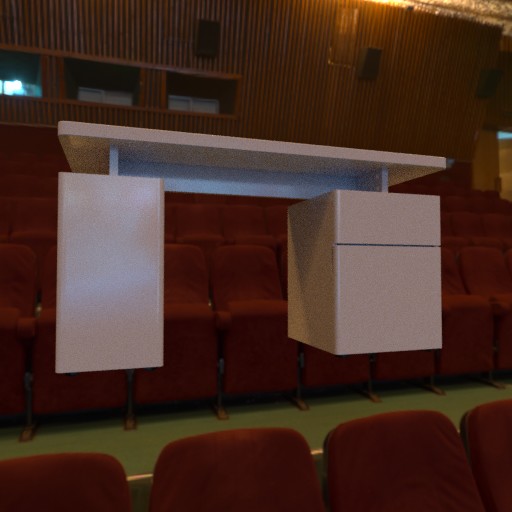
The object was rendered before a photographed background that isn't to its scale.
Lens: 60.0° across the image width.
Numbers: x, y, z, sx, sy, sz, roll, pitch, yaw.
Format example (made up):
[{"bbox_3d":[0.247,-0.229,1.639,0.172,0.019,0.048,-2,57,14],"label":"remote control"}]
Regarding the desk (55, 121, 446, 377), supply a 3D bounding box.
[{"bbox_3d":[0.000,0.000,1.758,1.400,0.762,0.550,1,-2,-18],"label":"desk"}]
